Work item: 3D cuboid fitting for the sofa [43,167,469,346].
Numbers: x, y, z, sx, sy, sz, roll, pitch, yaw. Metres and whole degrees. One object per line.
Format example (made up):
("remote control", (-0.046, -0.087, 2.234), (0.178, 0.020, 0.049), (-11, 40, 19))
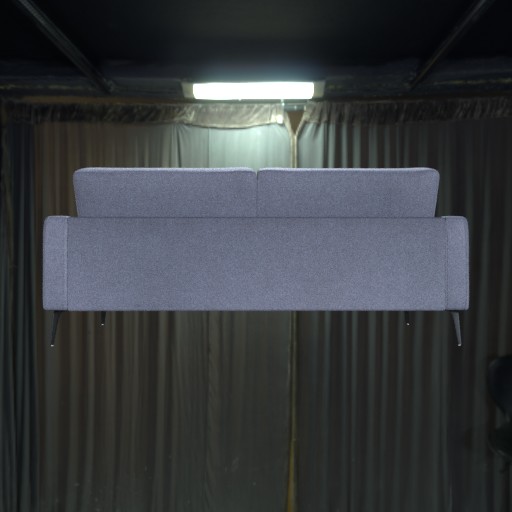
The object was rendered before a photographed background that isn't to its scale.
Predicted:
("sofa", (0.000, 0.000, 2.369), (1.925, 0.828, 0.774), (0, -1, 0))
